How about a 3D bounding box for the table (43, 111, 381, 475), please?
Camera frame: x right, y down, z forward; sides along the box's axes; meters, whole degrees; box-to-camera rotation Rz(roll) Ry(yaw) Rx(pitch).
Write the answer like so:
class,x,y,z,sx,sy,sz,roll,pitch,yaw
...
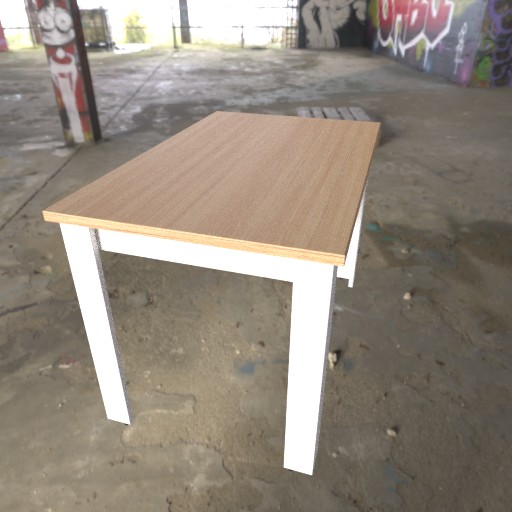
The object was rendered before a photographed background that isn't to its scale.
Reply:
class,x,y,z,sx,sy,sz,roll,pitch,yaw
table,0.000,0.000,1.578,0.700,0.734,1.100,9,31,15
